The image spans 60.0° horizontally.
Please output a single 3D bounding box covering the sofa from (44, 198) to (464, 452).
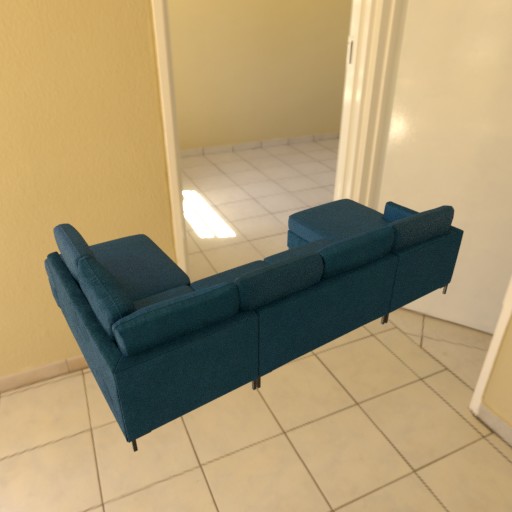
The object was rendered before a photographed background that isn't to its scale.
[{"bbox_3d":[0.000,0.000,4.237,3.434,0.992,2.055,-18,34,-29],"label":"sofa"}]
